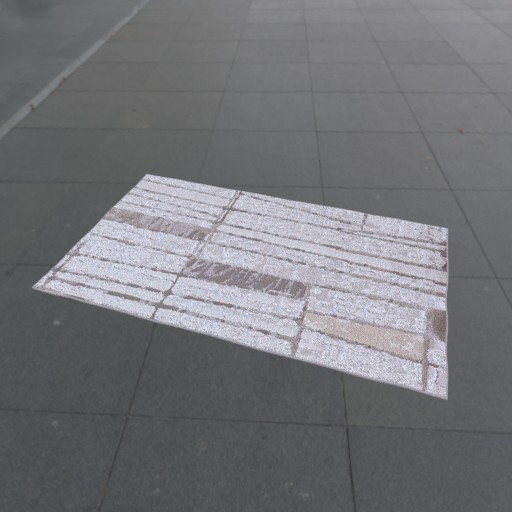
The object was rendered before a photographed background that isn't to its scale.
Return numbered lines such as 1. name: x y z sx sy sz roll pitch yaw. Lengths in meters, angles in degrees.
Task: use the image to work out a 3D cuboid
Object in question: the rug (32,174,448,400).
1. rug: 0.000 0.000 1.051 0.867 0.007 0.515 12 42 14
